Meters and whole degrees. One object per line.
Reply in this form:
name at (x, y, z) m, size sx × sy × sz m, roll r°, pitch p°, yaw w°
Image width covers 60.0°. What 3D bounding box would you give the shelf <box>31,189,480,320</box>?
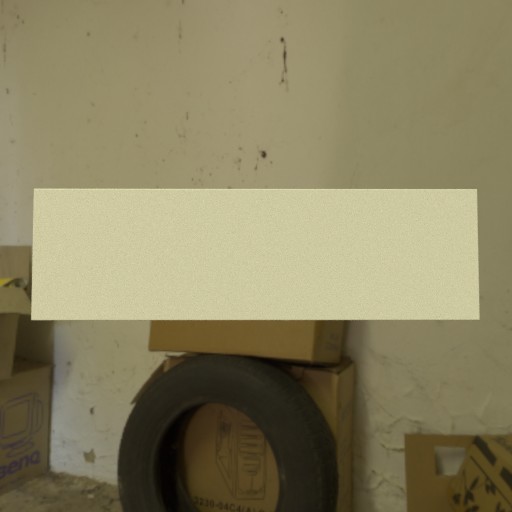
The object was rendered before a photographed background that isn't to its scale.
shelf at (0.000, 0.000, 1.113) m, size 1.020 × 0.300 × 0.200 m, roll 0°, pitch -2°, yaw 0°
